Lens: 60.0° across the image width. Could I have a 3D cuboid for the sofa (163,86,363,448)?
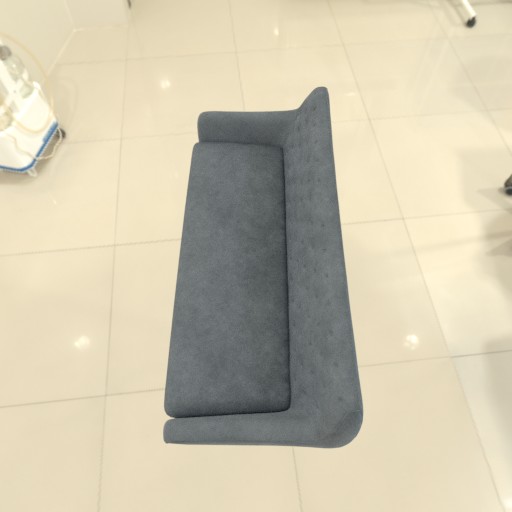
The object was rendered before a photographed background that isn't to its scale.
[{"bbox_3d":[0.000,0.000,2.442,0.841,0.832,1.975,1,59,0],"label":"sofa"}]
